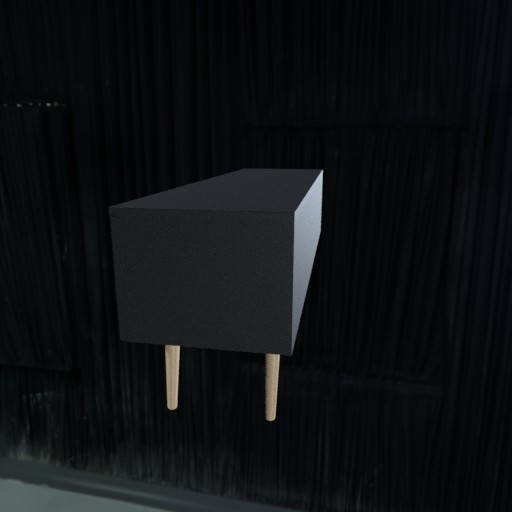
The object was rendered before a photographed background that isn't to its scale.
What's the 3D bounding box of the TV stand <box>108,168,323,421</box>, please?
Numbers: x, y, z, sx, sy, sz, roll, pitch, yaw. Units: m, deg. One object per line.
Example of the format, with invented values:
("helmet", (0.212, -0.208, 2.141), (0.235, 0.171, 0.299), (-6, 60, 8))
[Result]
("TV stand", (0.000, 0.000, 1.543), (0.390, 0.518, 1.312), (3, 15, 10))
